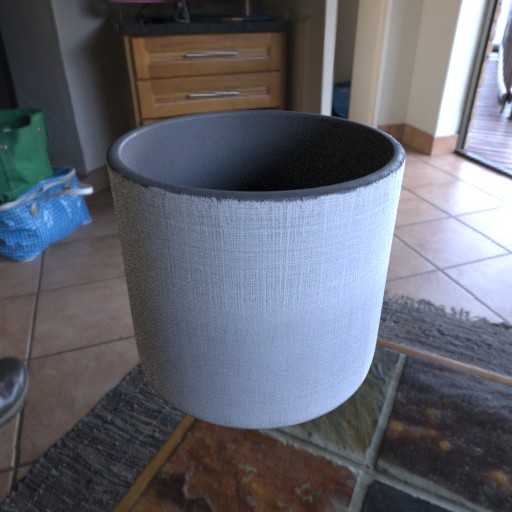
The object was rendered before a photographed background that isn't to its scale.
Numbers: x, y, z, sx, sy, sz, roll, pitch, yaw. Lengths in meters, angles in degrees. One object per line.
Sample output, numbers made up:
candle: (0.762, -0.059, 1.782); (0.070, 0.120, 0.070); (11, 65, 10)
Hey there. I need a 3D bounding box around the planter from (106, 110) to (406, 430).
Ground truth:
planter: (0.000, 0.000, 0.383); (0.221, 0.201, 0.221); (0, 30, 0)
